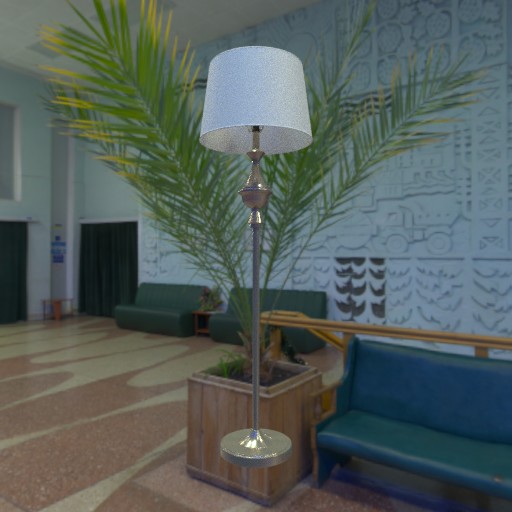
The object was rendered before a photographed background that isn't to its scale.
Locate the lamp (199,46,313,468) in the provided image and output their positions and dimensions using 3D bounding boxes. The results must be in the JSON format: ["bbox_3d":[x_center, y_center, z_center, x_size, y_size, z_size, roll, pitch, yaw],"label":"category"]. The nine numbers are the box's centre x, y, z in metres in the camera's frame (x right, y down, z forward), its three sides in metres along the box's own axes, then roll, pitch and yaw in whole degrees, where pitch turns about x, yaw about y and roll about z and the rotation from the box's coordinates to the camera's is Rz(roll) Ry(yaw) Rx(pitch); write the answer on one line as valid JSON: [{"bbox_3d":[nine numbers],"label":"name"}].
[{"bbox_3d":[0.000,0.000,1.692,0.431,1.488,0.431,0,0,0],"label":"lamp"}]
